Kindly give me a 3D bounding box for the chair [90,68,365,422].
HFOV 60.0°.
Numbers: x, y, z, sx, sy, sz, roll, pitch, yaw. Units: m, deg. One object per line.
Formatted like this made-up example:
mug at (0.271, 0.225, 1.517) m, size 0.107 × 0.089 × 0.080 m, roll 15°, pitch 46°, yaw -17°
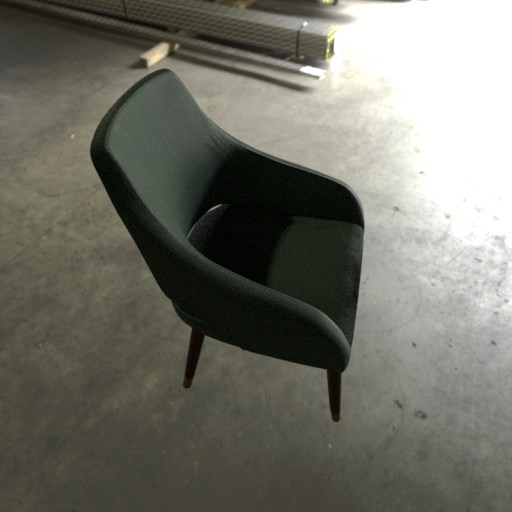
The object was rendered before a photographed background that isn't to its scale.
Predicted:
chair at (0.000, 0.000, 1.550) m, size 0.794 × 1.081 × 0.683 m, roll 10°, pitch 47°, yaw 9°
